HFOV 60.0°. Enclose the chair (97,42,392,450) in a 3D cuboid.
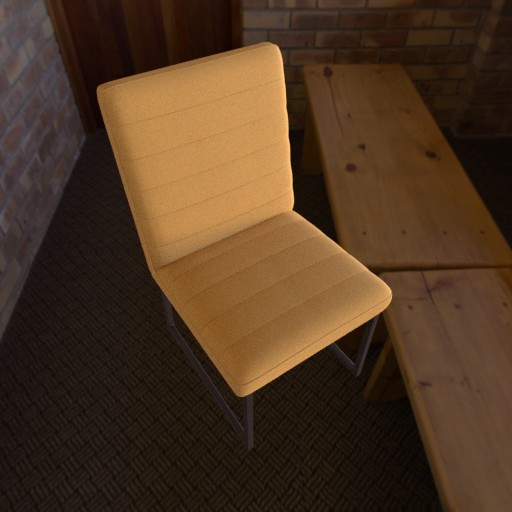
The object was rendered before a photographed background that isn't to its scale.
[{"bbox_3d":[0.000,0.000,1.284,0.520,0.930,0.634,-26,51,-23],"label":"chair"}]
